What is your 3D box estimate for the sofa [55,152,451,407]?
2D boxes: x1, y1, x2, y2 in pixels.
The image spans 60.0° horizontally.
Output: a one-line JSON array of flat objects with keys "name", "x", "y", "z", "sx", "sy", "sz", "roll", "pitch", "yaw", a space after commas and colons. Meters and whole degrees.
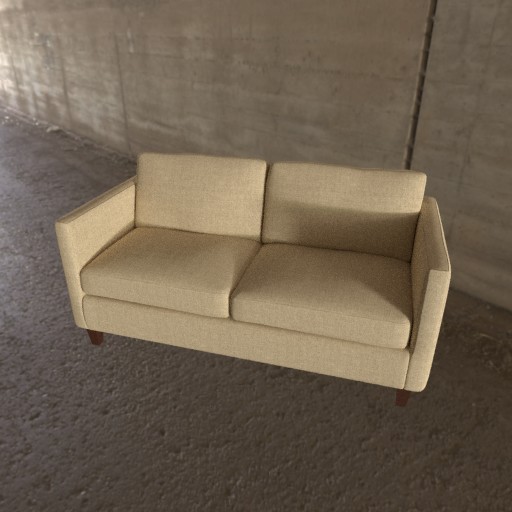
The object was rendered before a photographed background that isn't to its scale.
[{"name": "sofa", "x": 0.000, "y": 0.000, "z": 2.475, "sx": 1.884, "sy": 0.963, "sz": 0.950, "roll": 7, "pitch": 28, "yaw": 14}]
